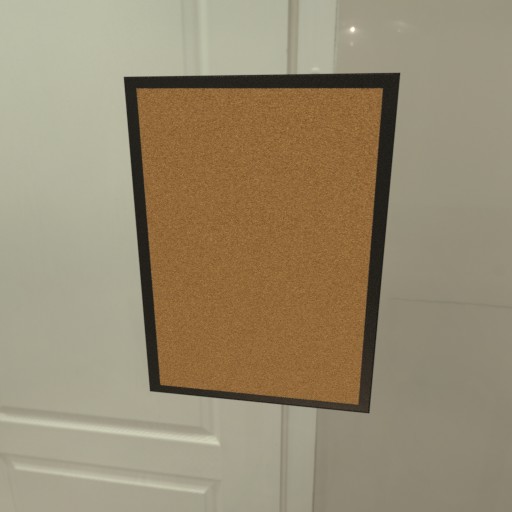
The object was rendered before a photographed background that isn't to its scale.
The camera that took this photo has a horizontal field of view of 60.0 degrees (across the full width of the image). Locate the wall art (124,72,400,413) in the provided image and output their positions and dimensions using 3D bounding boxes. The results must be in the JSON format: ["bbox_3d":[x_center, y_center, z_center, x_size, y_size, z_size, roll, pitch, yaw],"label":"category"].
[{"bbox_3d":[0.000,0.000,0.867,0.480,0.657,0.016,3,18,9],"label":"wall art"}]
